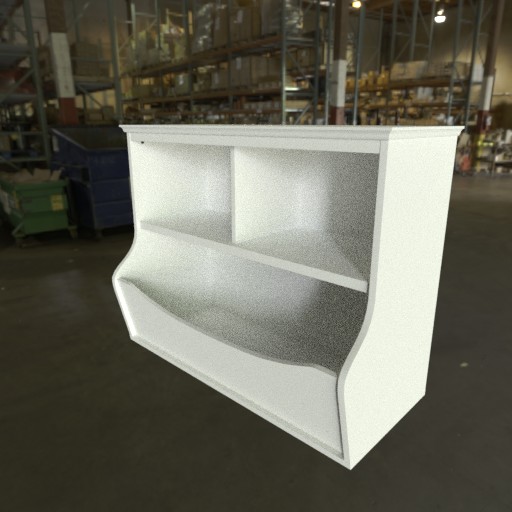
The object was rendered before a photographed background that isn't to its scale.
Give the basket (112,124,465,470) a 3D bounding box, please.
[{"bbox_3d":[0.000,0.000,1.107,0.792,0.625,0.376,15,23,41],"label":"basket"}]
